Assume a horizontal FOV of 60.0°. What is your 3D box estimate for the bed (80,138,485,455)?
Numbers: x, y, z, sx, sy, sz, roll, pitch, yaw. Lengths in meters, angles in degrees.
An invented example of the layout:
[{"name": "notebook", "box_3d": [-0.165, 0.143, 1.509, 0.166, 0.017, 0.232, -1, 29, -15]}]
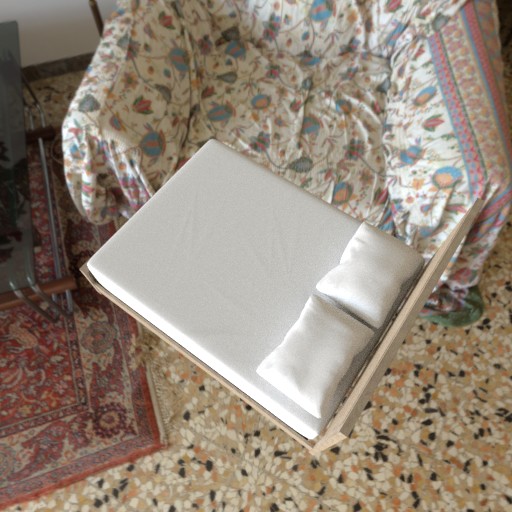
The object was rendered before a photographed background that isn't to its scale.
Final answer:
[{"name": "bed", "box_3d": [0.000, 0.000, 3.232, 2.189, 1.369, 1.606, 33, 67, 16]}]
